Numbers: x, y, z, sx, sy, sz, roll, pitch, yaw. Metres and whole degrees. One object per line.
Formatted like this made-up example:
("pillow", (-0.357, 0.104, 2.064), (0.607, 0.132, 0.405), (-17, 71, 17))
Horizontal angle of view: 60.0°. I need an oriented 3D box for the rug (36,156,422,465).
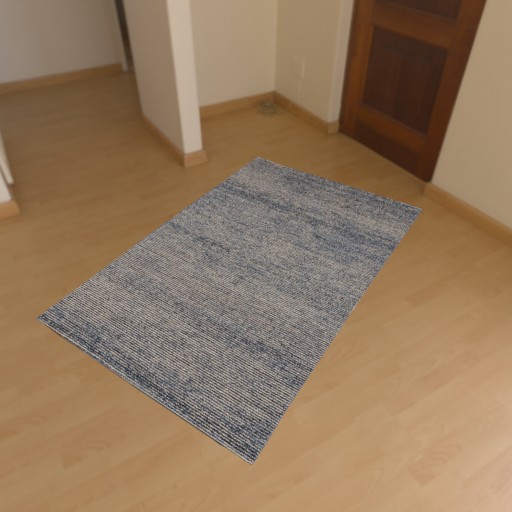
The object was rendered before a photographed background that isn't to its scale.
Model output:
("rug", (0.000, 0.000, 2.281), (1.159, 0.025, 1.793), (24, 46, 25))
